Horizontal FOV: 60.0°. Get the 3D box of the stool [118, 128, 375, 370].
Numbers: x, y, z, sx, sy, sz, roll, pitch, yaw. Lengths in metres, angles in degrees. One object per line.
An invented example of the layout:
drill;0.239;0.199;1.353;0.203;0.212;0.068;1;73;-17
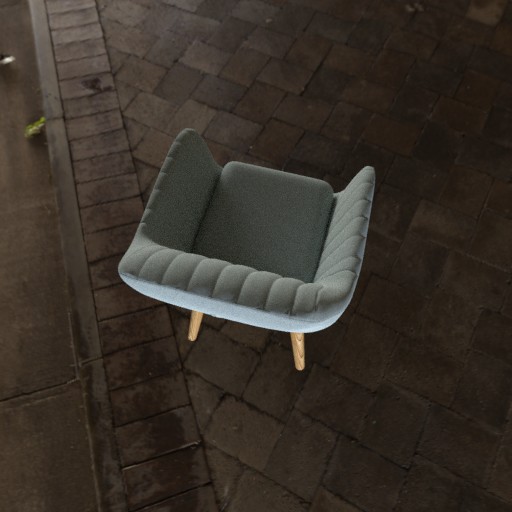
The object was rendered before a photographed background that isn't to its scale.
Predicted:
stool;0.000;0.000;1.206;0.503;0.830;0.590;14;65;6
